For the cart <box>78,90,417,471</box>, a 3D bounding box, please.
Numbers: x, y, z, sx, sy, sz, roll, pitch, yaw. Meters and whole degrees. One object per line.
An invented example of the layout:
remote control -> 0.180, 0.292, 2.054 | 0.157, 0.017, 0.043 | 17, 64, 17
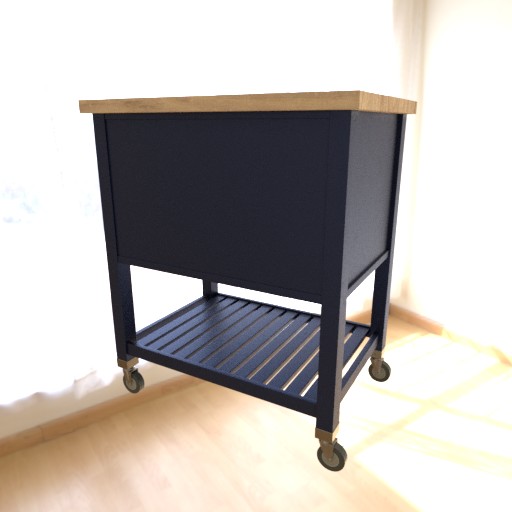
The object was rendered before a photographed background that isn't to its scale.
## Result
cart -> 0.000, 0.000, 1.391 | 0.797, 0.920, 0.567 | 9, 19, 28
